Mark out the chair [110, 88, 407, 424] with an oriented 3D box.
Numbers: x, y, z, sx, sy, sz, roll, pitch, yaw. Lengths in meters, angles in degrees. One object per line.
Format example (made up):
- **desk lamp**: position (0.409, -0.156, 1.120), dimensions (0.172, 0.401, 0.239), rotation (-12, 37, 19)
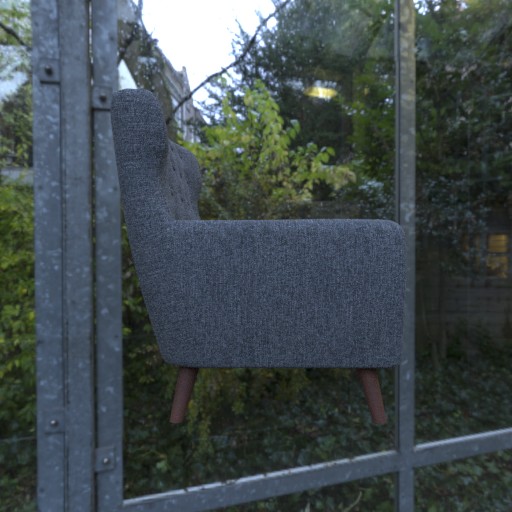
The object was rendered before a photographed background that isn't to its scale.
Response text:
- **chair**: position (0.000, 0.000, 1.742), dimensions (0.940, 1.039, 0.889), rotation (0, 0, 1)
